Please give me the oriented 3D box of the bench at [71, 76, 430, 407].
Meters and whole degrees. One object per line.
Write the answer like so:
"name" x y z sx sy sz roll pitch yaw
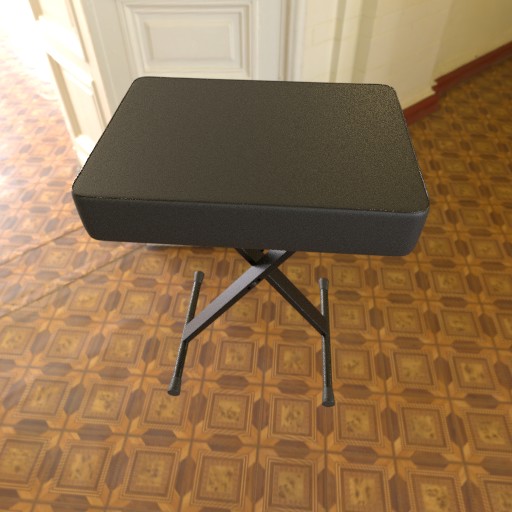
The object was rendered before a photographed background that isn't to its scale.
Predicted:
"bench" 0.000 0.000 0.795 0.424 0.500 0.321 3 46 3
